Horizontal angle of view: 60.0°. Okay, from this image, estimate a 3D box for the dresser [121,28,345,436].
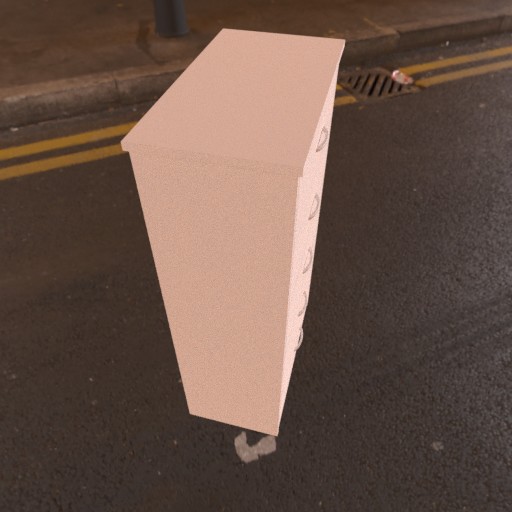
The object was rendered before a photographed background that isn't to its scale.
[{"bbox_3d":[0.000,0.000,1.570,0.399,1.255,0.704,10,46,10],"label":"dresser"}]
